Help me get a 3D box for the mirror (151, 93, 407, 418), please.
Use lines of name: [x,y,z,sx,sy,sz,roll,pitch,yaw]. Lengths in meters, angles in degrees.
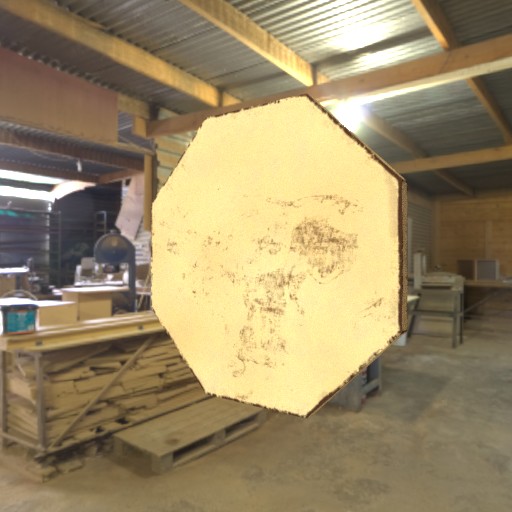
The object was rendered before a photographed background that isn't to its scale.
mirror: [0.000,0.000,0.971,0.648,0.648,0.031,0,0,36]
